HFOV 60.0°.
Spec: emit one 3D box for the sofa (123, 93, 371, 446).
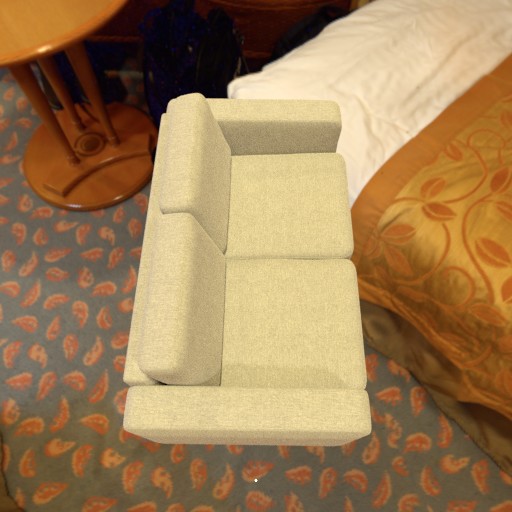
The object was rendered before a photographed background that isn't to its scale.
[{"bbox_3d":[0.000,0.000,1.995,0.900,0.800,1.540,1,63,0],"label":"sofa"}]
